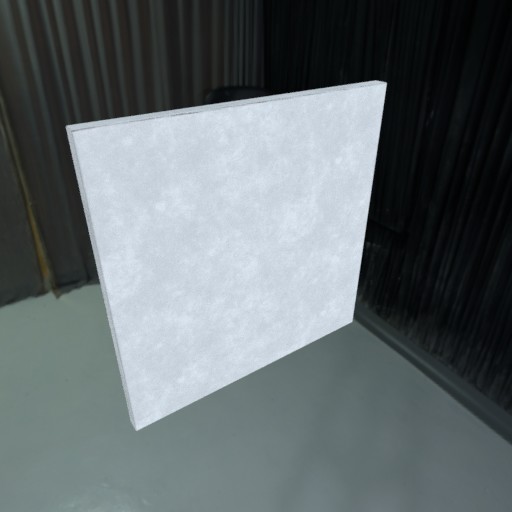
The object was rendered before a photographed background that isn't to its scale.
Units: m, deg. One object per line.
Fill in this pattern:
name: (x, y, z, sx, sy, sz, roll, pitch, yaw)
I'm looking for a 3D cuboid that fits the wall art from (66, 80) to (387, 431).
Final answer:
wall art: (0.000, 0.000, 0.447, 0.303, 0.303, 0.015, -20, 36, -29)
